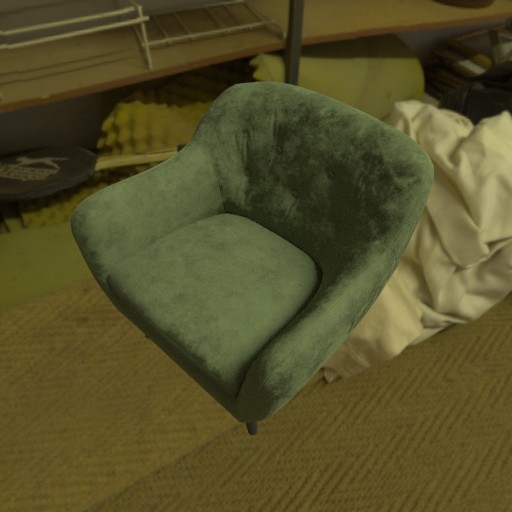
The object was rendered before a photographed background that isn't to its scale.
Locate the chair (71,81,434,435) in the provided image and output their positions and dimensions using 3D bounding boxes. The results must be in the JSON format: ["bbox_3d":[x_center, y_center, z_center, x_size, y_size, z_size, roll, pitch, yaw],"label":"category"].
[{"bbox_3d":[0.000,0.000,1.459,0.840,0.804,0.819,34,55,28],"label":"chair"}]
